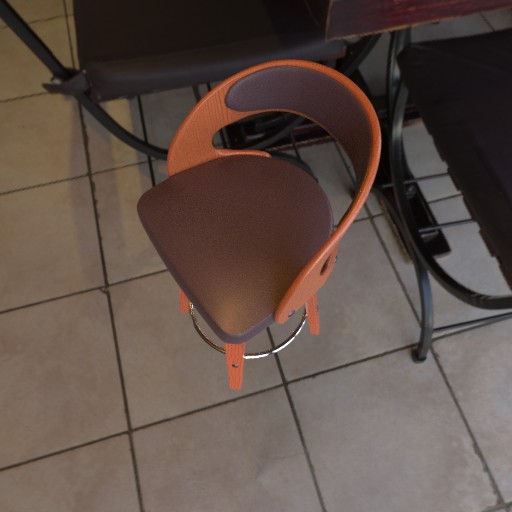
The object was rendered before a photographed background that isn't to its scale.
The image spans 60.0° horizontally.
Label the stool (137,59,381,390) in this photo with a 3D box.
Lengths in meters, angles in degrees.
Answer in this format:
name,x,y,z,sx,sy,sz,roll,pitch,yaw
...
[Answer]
name,x,y,z,sx,sy,sz,roll,pitch,yaw
stool,0.000,0.000,1.196,0.457,0.940,0.457,-32,68,-15
